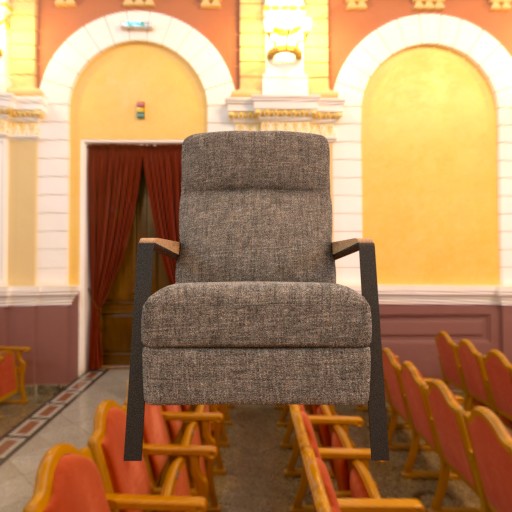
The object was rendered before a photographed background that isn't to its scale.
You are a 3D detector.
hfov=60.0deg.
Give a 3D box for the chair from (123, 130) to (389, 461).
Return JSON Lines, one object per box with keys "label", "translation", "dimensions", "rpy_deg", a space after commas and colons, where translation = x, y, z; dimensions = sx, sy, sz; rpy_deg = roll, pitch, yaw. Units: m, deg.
{"label": "chair", "translation": [0.000, 0.000, 1.554], "dimensions": [0.671, 1.042, 0.868], "rpy_deg": [0, 0, 0]}
